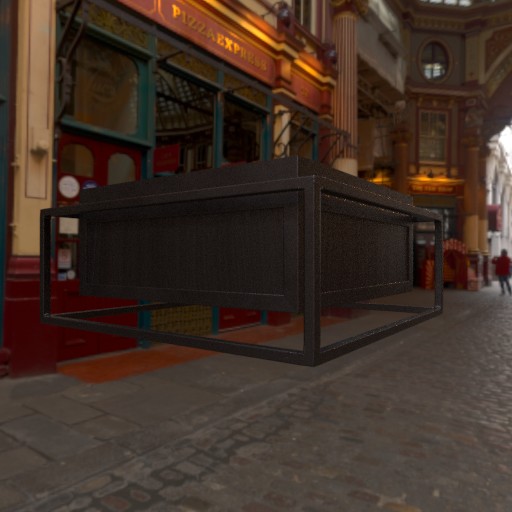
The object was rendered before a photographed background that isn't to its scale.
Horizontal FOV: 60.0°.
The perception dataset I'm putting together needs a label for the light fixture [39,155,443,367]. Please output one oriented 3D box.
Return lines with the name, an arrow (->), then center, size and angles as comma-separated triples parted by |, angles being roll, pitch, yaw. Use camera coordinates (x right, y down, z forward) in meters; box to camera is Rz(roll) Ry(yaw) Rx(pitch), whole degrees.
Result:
light fixture -> 0.000, 0.000, 0.680 | 0.441, 0.191, 0.441 | 0, 0, 36
